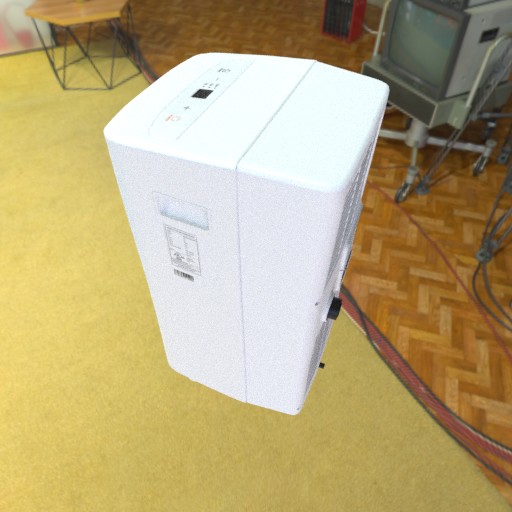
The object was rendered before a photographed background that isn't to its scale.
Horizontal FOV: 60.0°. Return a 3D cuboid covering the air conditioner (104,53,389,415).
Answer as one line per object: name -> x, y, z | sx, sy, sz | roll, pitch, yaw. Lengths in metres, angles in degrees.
air conditioner -> 0.000, 0.000, 0.807 | 0.349, 0.606, 0.304 | 17, 49, 15
